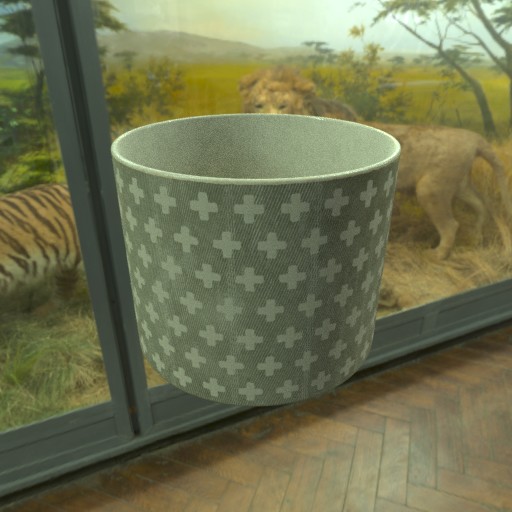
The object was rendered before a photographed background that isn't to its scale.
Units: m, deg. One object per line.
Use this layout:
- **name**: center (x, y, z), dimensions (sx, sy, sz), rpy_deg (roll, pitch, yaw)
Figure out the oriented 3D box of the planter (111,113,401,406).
- **planter**: center (0.000, 0.000, 0.343), dimensions (0.190, 0.181, 0.190), rpy_deg (0, 27, 0)
